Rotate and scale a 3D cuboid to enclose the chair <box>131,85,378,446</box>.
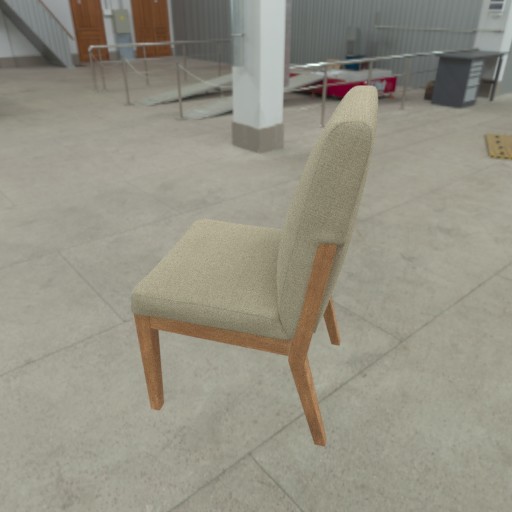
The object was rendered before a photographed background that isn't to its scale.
[{"bbox_3d":[0.000,0.000,1.298,0.586,0.911,0.507,7,30,13],"label":"chair"}]
